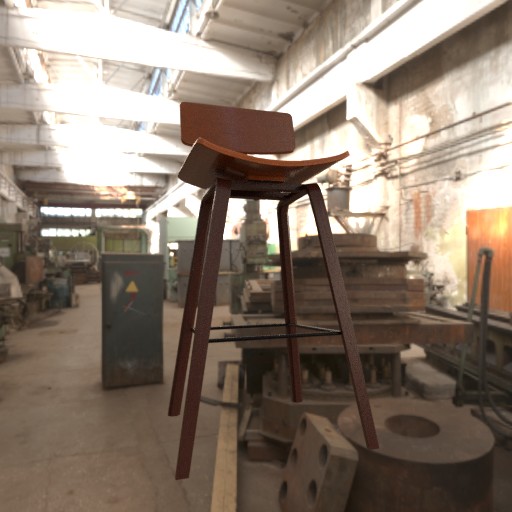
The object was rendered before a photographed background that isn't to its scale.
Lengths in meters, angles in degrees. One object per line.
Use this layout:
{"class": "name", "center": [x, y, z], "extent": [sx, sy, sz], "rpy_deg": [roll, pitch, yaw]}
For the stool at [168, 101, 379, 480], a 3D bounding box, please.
{"class": "stool", "center": [0.000, 0.000, 1.245], "extent": [0.509, 0.969, 0.440], "rpy_deg": [0, 0, -18]}
